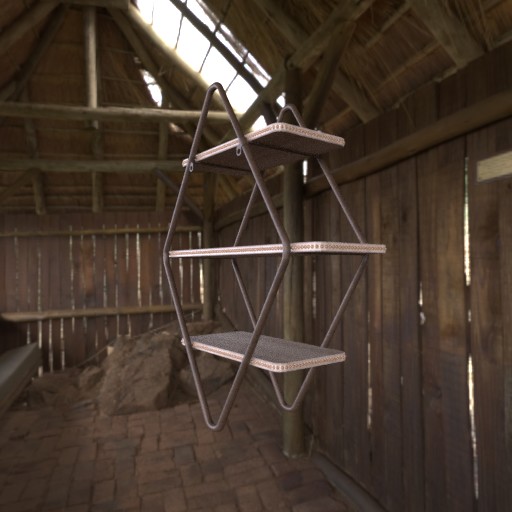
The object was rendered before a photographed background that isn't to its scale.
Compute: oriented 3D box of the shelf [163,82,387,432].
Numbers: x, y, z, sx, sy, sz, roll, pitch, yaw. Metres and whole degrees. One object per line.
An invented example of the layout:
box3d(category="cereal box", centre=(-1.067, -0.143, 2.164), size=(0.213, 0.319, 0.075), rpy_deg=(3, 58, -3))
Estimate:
box3d(category="shelf", centre=(0.000, 0.000, 1.041), size=(0.234, 0.774, 0.609), rpy_deg=(1, -2, -37))
